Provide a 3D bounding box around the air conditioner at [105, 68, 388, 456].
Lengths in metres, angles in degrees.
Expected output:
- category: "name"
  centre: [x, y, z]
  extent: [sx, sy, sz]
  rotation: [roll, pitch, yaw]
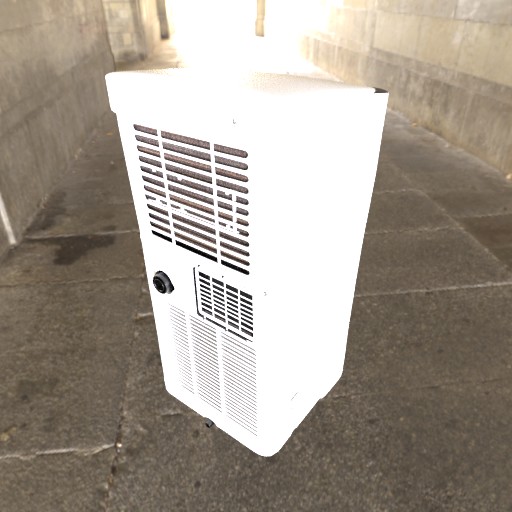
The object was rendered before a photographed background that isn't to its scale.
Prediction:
- category: "air conditioner"
  centre: [0.000, 0.000, 0.892]
  extent: [0.352, 0.716, 0.369]
  rotation: [22, 37, 32]
